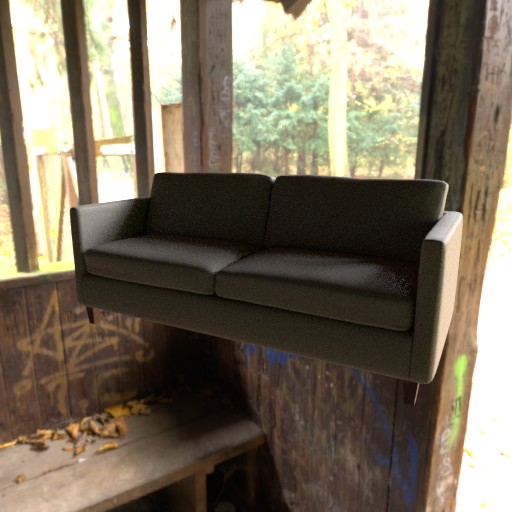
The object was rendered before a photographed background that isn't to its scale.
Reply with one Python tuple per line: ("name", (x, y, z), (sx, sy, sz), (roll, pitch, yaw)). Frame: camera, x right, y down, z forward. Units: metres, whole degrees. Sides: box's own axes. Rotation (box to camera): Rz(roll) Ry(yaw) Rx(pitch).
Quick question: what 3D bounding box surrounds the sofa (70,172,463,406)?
("sofa", (0.000, 0.000, 2.698), (2.208, 0.963, 0.956), (7, 15, 27))
